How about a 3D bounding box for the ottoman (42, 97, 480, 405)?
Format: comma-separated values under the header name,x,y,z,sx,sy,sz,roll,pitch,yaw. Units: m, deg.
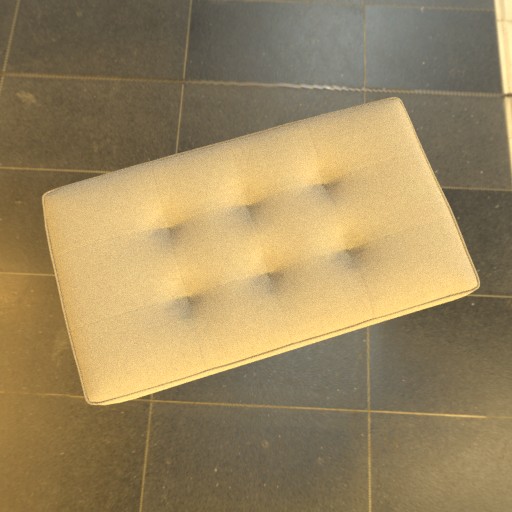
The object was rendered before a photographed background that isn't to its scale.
name,x,y,z,sx,sy,sz,roll,pitch,yaw
ottoman,0.000,0.000,1.455,1.143,0.508,0.648,-16,77,-4
